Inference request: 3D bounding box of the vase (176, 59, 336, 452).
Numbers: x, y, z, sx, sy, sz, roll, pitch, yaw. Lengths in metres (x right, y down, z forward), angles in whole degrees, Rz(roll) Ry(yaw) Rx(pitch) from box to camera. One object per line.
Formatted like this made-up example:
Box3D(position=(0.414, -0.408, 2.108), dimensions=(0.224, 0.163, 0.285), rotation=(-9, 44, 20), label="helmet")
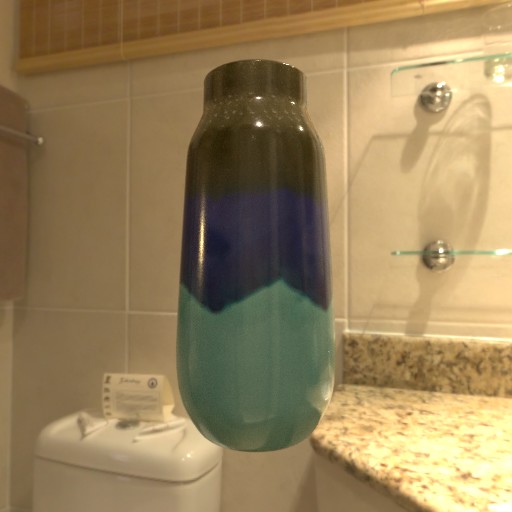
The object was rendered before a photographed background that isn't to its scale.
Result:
Box3D(position=(0.000, 0.000, 0.393), dimensions=(0.139, 0.313, 0.139), rotation=(0, -2, 0), label="vase")
